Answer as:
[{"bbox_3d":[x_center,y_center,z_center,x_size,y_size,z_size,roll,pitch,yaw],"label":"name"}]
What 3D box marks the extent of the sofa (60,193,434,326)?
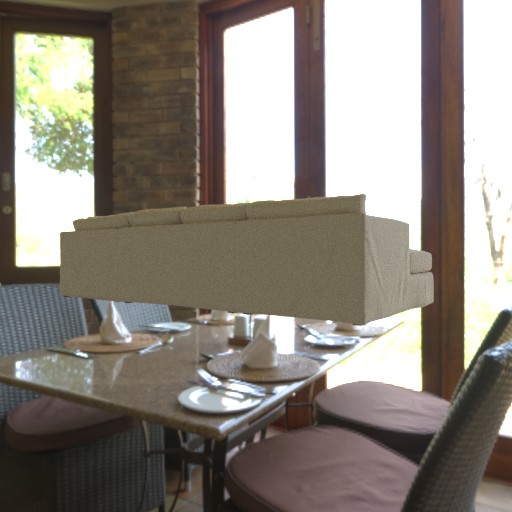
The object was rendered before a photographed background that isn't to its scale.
[{"bbox_3d":[0.000,0.000,4.693,3.464,0.882,2.448,0,0,35],"label":"sofa"}]
